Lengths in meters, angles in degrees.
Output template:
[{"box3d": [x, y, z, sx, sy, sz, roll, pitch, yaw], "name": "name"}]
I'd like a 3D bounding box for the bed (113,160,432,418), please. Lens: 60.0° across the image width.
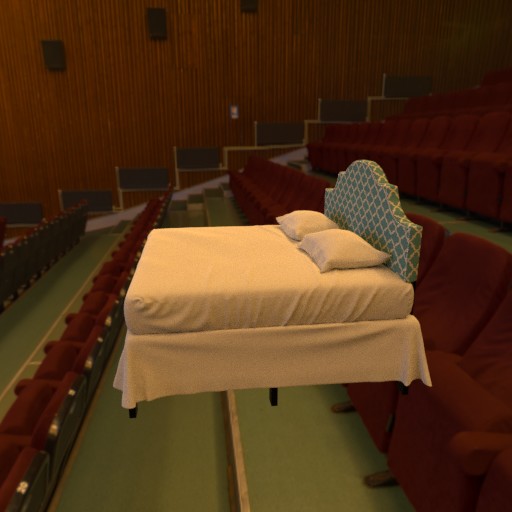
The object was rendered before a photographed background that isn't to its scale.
[{"box3d": [0.000, 0.000, 3.829, 2.222, 1.601, 2.314, -2, 16, -8], "name": "bed"}]
